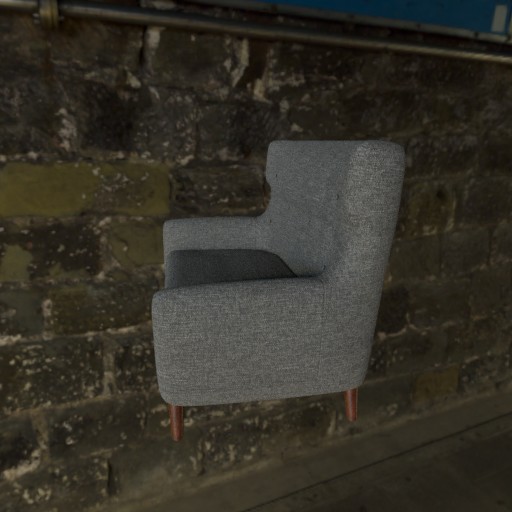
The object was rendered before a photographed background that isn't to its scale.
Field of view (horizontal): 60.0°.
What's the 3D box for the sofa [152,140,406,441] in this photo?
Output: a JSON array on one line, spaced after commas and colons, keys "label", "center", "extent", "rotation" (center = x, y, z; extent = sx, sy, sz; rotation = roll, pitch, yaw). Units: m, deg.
[{"label": "sofa", "center": [0.000, 0.000, 2.033], "extent": [0.874, 1.028, 1.358], "rotation": [-3, 15, -10]}]
